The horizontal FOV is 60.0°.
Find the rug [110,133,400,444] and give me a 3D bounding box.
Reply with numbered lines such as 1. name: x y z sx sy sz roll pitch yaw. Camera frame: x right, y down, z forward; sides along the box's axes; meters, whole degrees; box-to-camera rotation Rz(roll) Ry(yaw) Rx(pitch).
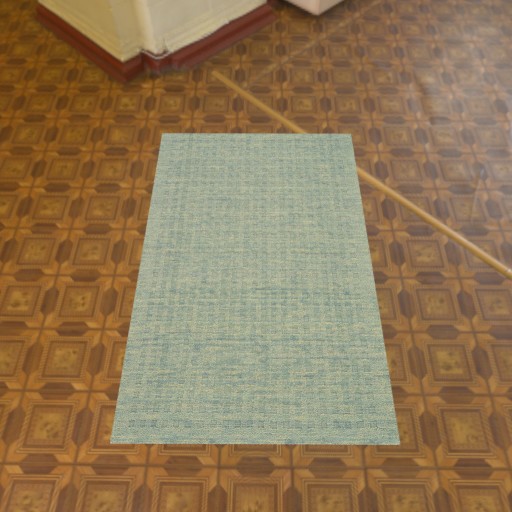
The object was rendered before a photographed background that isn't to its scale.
1. rug: 0.000 0.000 2.215 1.142 0.006 1.752 0 58 0
